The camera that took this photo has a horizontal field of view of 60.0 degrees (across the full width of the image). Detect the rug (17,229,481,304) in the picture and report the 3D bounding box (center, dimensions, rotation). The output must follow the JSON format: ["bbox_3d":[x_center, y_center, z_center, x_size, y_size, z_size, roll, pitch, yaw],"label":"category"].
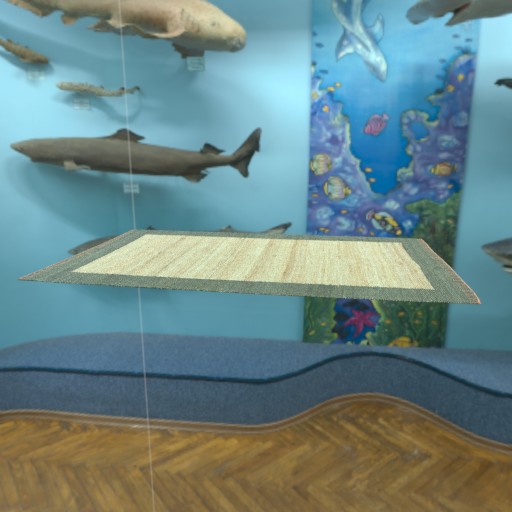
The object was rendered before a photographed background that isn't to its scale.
[{"bbox_3d":[0.000,0.000,2.974,2.435,0.006,1.521,2,14,9],"label":"rug"}]
